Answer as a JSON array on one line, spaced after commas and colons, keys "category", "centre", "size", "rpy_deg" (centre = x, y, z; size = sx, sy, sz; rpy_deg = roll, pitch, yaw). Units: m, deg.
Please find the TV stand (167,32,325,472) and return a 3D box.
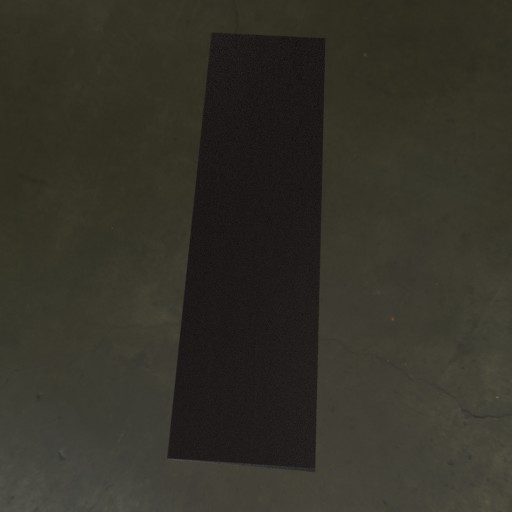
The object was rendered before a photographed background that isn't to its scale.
[{"category": "TV stand", "centre": [0.000, 0.000, 1.507], "size": [0.347, 0.681, 1.198], "rpy_deg": [3, 75, 1]}]
